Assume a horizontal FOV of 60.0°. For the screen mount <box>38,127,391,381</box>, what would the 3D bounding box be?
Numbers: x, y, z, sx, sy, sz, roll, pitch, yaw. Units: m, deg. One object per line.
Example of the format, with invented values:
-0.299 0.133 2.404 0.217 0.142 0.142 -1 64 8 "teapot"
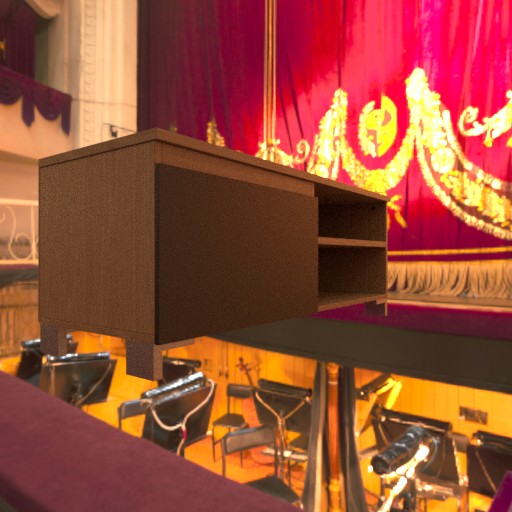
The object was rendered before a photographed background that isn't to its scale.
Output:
0.000 0.000 1.301 0.406 0.432 1.084 0 0 37 "screen mount"
